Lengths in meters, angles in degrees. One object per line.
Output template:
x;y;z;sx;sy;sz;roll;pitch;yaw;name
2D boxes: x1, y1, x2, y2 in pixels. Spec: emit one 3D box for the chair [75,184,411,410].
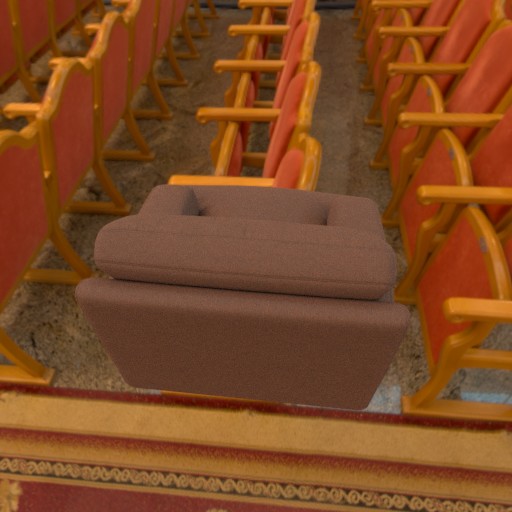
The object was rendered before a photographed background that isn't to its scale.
0.000;0.000;2.038;1.168;0.940;1.143;4;46;4;chair
